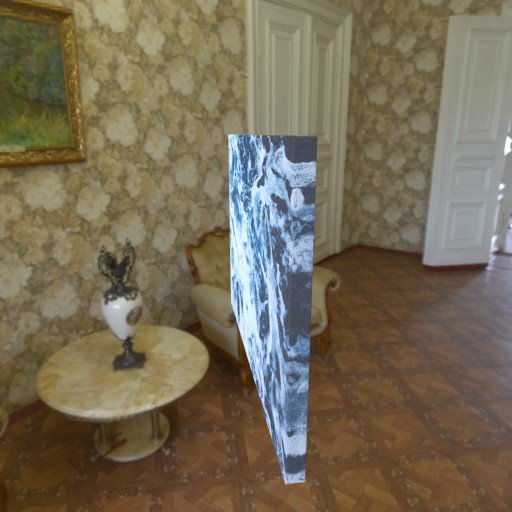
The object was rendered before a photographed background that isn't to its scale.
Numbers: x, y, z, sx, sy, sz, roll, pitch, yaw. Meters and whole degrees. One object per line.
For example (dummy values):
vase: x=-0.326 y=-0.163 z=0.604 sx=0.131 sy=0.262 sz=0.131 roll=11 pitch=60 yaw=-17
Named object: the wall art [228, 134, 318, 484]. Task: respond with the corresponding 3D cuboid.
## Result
wall art: x=0.000 y=0.000 z=1.158 sx=0.042 sy=0.610 sz=0.915 roll=-2 pitch=16 yaw=-9
